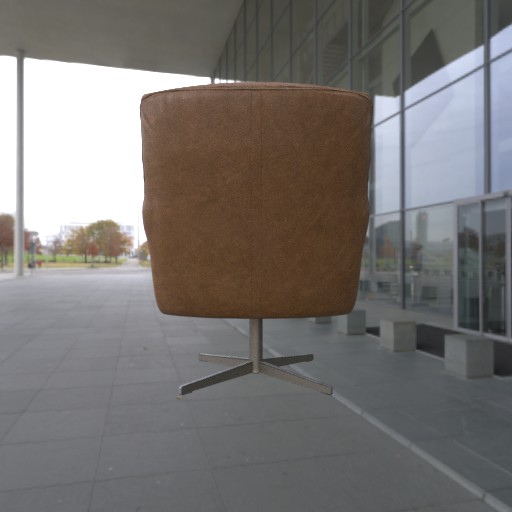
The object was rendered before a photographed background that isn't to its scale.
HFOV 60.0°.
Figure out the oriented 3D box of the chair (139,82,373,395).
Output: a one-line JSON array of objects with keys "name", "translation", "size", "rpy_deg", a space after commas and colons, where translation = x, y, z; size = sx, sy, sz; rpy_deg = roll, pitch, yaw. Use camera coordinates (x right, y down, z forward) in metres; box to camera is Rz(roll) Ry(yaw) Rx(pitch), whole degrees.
[{"name": "chair", "translation": [0.000, 0.000, 1.521], "size": [0.729, 0.869, 0.874], "rpy_deg": [0, 0, 0]}]
